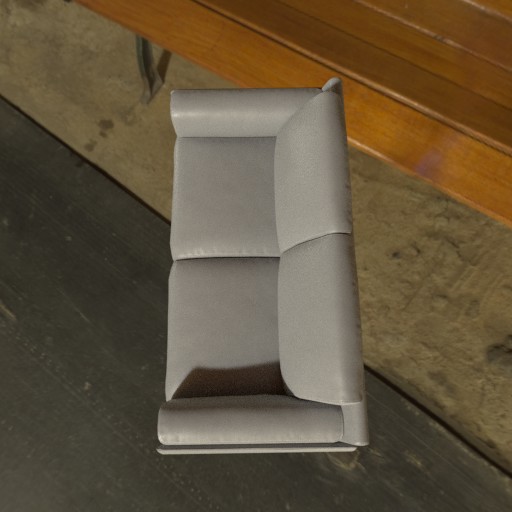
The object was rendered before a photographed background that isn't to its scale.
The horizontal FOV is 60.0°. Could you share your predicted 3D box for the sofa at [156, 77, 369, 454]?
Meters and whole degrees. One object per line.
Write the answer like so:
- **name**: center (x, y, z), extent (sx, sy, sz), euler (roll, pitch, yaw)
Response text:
- **sofa**: center (0.000, 0.000, 2.593), extent (1.049, 0.930, 2.101), euler (-1, 75, 0)
